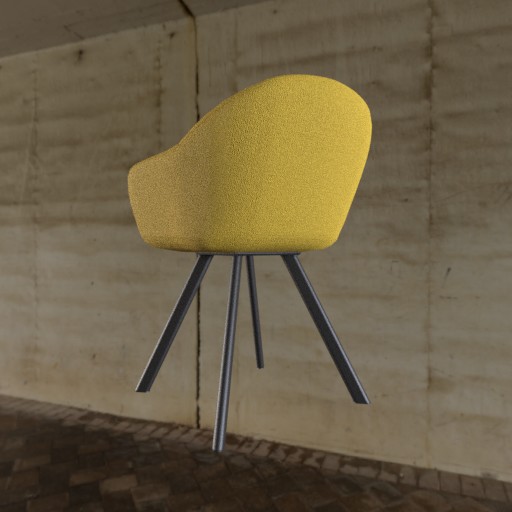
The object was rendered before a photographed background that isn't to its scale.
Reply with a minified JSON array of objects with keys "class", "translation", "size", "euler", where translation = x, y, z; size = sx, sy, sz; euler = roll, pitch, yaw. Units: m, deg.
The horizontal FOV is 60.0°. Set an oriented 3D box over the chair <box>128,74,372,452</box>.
[{"class":"chair","translation":[0.000,0.000,1.171],"size":[0.545,0.775,0.565],"euler":[-1,2,-36]}]
